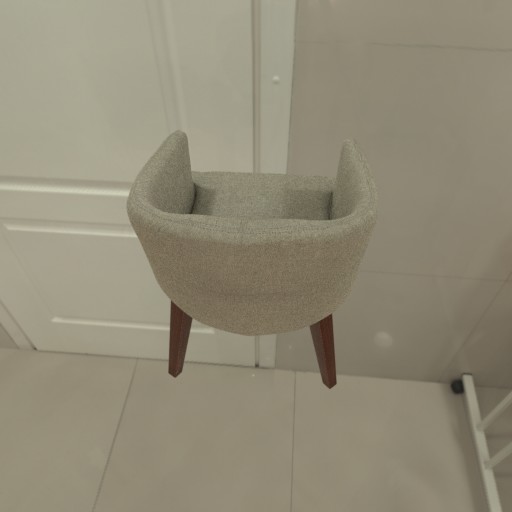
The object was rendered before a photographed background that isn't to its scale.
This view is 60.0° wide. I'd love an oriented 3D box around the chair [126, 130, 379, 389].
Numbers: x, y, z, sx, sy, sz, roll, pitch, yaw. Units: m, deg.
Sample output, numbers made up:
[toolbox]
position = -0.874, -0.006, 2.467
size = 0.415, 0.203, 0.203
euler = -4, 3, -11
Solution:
[chair]
position = 0.000, 0.000, 1.292
size = 0.583, 0.811, 0.655
euler = 4, 48, 3
